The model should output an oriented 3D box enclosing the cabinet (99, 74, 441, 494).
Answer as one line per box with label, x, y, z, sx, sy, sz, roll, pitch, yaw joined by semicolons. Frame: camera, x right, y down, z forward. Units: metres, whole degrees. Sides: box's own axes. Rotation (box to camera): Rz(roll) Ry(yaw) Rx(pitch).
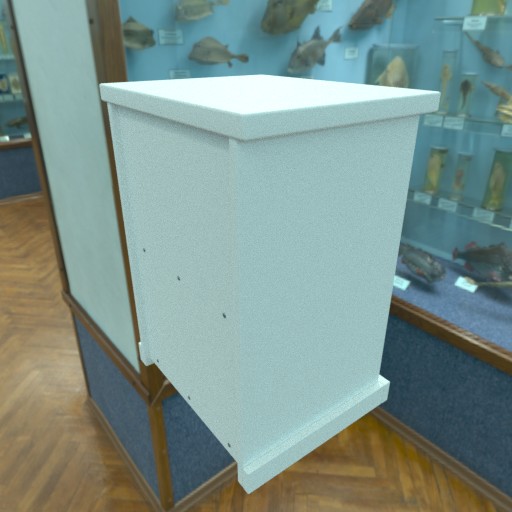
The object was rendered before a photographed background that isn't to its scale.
cabinet;0.000;0.000;1.012;0.431;0.723;0.520;-18;32;-33
